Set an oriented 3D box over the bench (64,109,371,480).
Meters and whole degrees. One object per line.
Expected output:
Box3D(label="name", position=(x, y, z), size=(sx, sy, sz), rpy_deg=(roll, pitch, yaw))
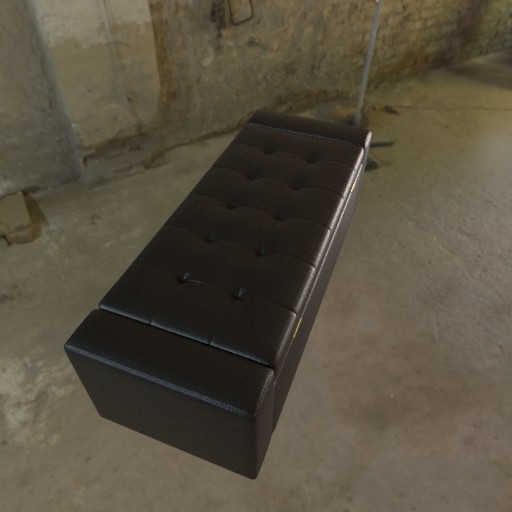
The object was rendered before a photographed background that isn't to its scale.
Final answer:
Box3D(label="bench", position=(0.000, 0.000, 1.563), size=(0.508, 0.445, 1.296), rpy_deg=(15, 47, 15))
